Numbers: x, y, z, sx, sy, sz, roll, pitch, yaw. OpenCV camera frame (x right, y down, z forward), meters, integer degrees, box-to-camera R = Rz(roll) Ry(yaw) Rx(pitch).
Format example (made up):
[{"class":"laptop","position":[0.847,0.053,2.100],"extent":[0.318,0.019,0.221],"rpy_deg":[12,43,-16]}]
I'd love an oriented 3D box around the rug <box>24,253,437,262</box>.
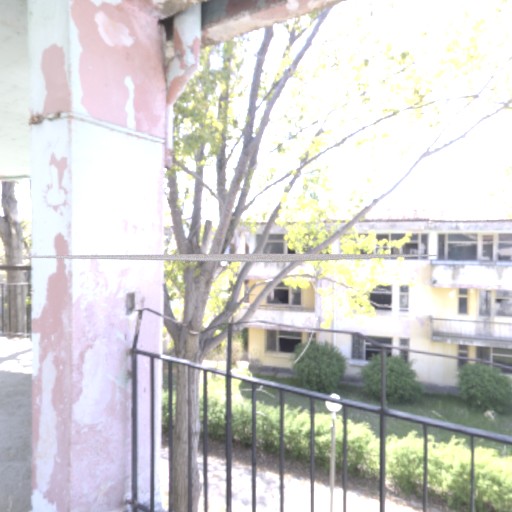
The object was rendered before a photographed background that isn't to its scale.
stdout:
[{"class":"rug","position":[0.000,0.000,4.101],"extent":[2.441,0.015,3.050],"rpy_deg":[1,1,36]}]
